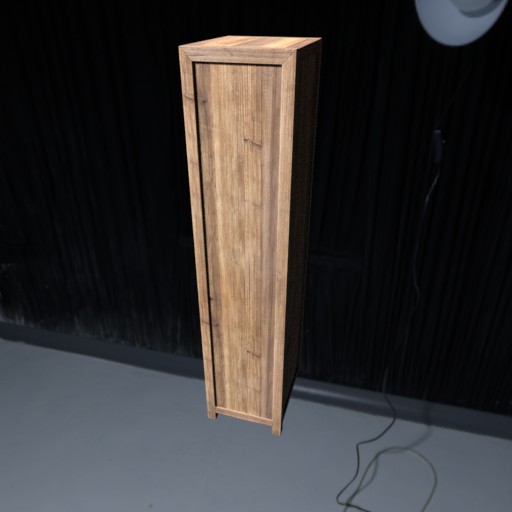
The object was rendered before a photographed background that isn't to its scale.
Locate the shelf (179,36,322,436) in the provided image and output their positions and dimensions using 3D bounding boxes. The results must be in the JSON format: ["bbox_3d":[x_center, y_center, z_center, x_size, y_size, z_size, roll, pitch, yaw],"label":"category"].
[{"bbox_3d":[0.000,0.000,2.176,0.428,1.900,0.500,9,31,15],"label":"shelf"}]
